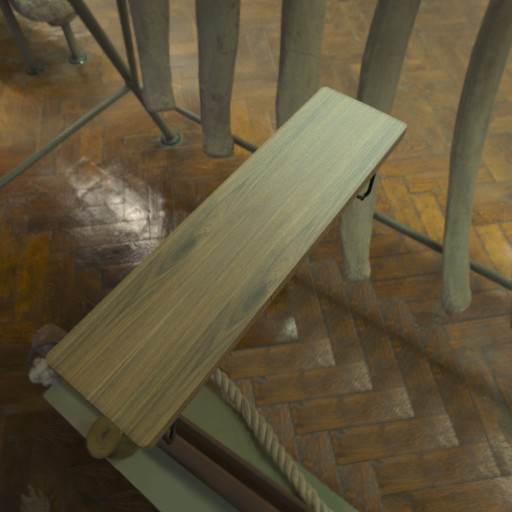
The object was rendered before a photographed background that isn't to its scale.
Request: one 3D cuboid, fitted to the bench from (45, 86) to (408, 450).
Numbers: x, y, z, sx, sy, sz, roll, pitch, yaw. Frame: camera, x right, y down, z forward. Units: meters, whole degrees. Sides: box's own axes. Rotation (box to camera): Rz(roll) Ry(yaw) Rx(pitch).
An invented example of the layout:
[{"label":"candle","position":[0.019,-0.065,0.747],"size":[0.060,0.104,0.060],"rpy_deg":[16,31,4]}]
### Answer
[{"label":"bench","position":[0.000,0.000,1.781],"size":[0.425,0.462,1.570],"rpy_deg":[33,64,18]}]
